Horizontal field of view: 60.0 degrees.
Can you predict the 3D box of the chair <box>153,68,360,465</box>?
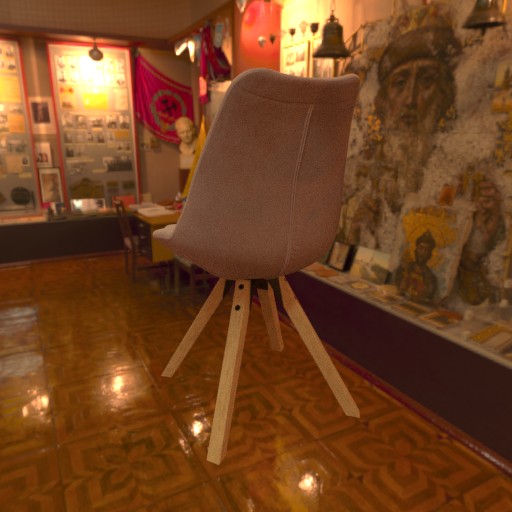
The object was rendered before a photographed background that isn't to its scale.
[{"bbox_3d":[0.000,0.000,1.171,0.485,0.850,0.550,-7,17,-25],"label":"chair"}]
